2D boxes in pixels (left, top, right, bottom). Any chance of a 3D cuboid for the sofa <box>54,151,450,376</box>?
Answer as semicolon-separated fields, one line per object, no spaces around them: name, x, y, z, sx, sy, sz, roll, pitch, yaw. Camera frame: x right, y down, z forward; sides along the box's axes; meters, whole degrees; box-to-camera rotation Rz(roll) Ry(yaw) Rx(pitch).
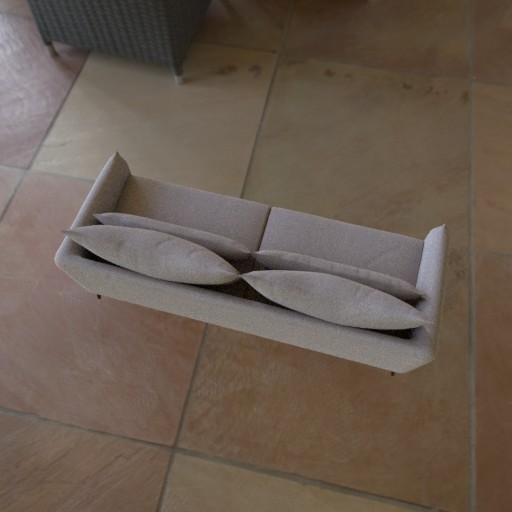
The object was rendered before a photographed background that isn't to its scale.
sofa;0.000;0.000;2.439;2.022;0.833;0.809;13;64;7
